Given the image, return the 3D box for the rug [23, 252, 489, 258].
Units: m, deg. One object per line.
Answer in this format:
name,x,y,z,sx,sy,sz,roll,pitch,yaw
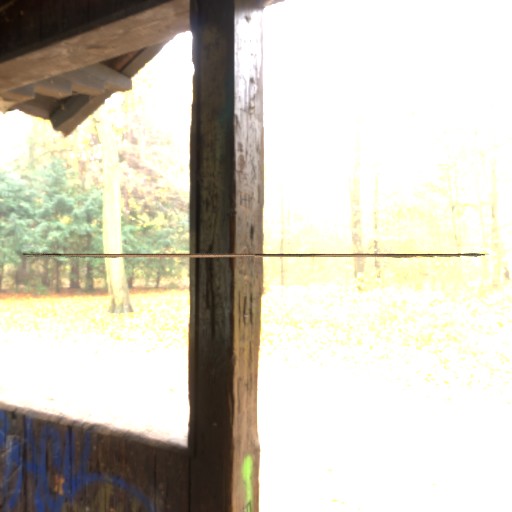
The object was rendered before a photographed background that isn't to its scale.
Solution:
rug,0.000,0.000,2.502,2.021,0.027,1.224,0,-1,0
